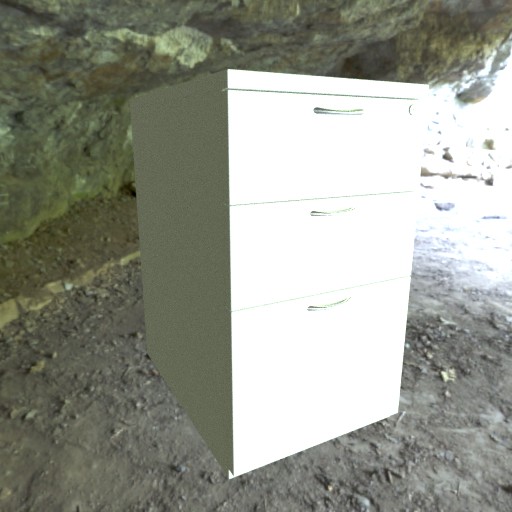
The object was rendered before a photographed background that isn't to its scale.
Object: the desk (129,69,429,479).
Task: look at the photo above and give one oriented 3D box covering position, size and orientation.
[{"bbox_3d":[0.000,0.000,1.053,0.404,0.730,0.600,-8,17,-27],"label":"desk"}]
